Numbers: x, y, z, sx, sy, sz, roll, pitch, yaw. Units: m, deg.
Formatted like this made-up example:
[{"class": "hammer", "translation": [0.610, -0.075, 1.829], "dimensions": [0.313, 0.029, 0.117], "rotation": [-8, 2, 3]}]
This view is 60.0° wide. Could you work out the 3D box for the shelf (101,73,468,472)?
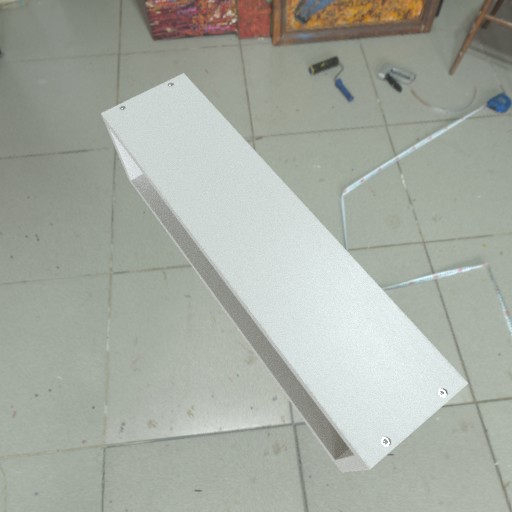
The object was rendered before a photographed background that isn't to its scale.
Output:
[{"class": "shelf", "translation": [0.000, 0.000, 0.666], "dimensions": [0.150, 0.170, 0.610], "rotation": [-33, 68, -15]}]
